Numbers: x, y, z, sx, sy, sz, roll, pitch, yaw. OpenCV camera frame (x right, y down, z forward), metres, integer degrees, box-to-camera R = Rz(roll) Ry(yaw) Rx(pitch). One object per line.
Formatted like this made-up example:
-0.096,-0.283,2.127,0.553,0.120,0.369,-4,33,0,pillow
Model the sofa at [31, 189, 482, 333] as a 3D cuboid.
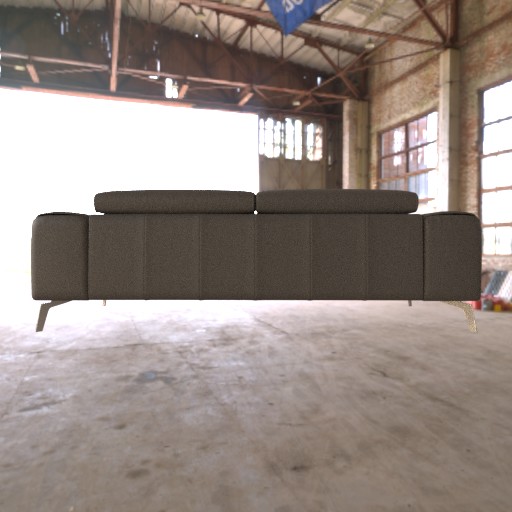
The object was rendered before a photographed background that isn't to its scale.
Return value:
0.000,0.000,2.760,2.321,0.759,1.023,0,2,0,sofa
